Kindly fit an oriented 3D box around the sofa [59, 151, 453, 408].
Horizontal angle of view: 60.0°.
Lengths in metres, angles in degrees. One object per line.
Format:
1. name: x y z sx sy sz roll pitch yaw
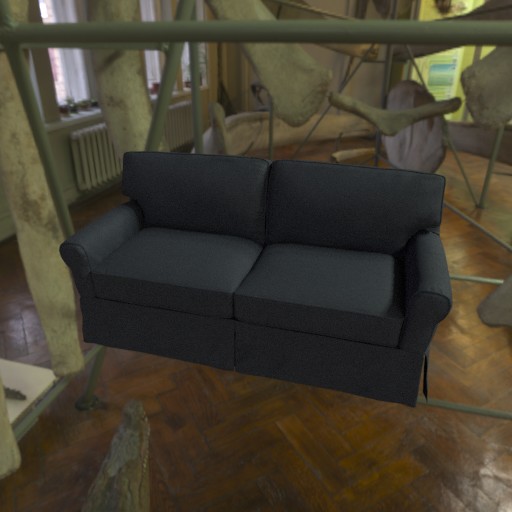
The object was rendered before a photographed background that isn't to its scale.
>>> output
1. sofa: 0.000 0.000 2.814 2.256 1.094 0.983 7 28 14
